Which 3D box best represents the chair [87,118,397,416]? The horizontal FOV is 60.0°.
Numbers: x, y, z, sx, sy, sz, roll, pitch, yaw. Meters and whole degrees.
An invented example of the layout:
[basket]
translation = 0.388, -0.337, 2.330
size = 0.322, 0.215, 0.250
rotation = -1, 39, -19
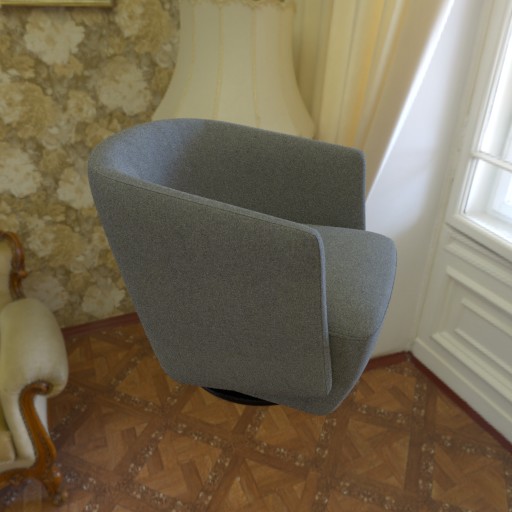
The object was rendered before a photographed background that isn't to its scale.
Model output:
[chair]
translation = 0.000, 0.000, 1.629
size = 0.986, 0.861, 0.822
rotation = 10, 31, 18
